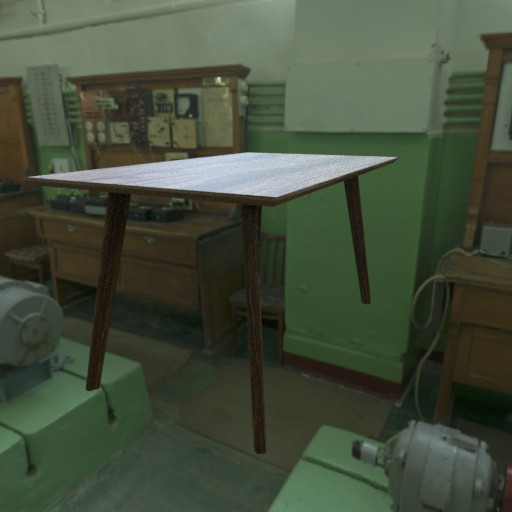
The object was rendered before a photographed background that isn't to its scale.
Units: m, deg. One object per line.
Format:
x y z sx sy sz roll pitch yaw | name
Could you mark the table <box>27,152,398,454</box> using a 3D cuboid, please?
0.000 0.000 1.790 0.801 0.724 1.349 8 18 26 | table
